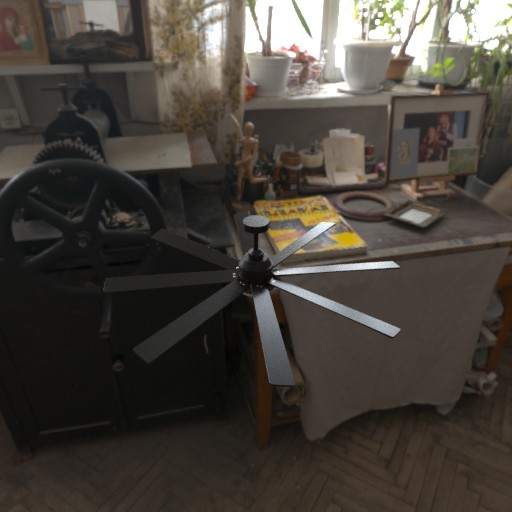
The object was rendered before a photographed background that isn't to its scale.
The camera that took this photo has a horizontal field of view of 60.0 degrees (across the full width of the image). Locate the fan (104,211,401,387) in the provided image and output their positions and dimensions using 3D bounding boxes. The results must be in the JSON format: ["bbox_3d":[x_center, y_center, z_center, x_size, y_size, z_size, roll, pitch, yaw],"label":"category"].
[{"bbox_3d":[0.000,0.000,2.687,1.830,0.472,1.830,21,37,32],"label":"fan"}]
